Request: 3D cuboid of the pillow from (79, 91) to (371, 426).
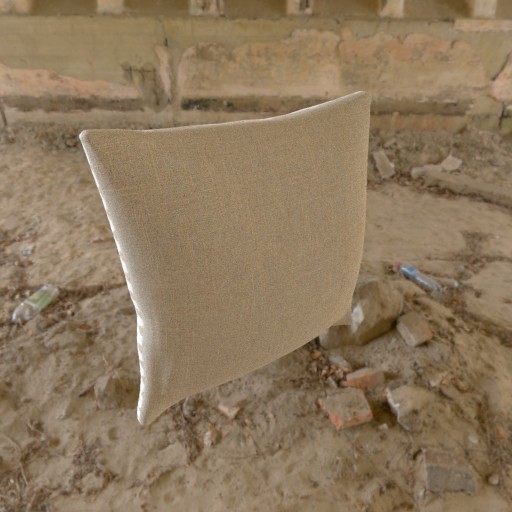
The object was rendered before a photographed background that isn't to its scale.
[{"bbox_3d":[0.000,0.000,0.761,0.496,0.491,0.219,-19,35,-31],"label":"pillow"}]
